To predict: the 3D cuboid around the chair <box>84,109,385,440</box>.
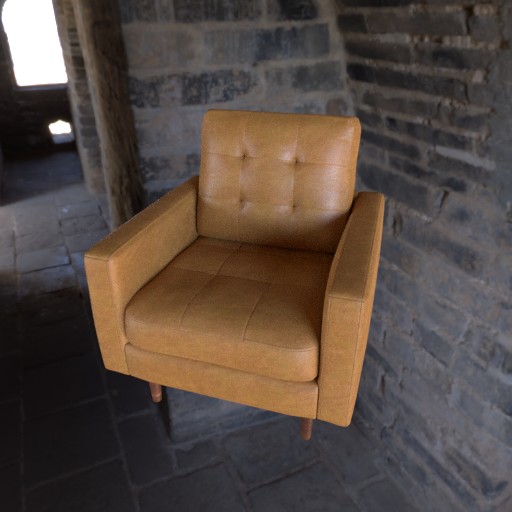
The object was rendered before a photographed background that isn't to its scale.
[{"bbox_3d":[0.000,0.000,1.559,0.831,0.896,0.868,8,29,15],"label":"chair"}]
